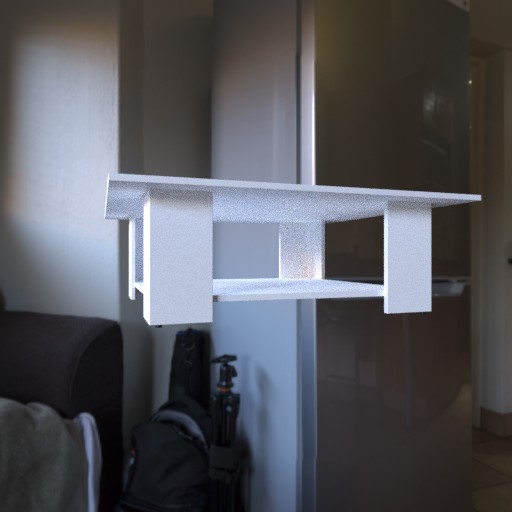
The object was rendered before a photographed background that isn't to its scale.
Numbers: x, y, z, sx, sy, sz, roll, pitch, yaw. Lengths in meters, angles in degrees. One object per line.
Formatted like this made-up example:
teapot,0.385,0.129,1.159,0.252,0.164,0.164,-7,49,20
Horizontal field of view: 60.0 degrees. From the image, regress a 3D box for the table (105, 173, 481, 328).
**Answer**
table,0.000,0.000,1.388,0.890,0.305,0.890,0,0,-19
